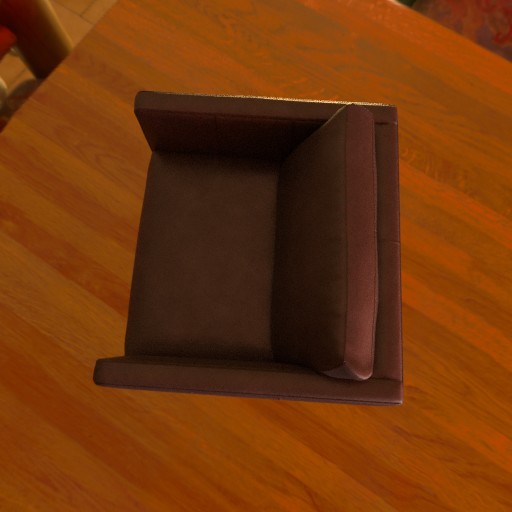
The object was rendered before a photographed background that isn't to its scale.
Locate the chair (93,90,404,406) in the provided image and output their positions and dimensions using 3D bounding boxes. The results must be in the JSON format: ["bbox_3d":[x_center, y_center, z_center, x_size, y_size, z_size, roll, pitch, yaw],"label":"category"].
[{"bbox_3d":[0.000,0.000,1.562,0.862,0.811,0.939,3,75,1],"label":"chair"}]
